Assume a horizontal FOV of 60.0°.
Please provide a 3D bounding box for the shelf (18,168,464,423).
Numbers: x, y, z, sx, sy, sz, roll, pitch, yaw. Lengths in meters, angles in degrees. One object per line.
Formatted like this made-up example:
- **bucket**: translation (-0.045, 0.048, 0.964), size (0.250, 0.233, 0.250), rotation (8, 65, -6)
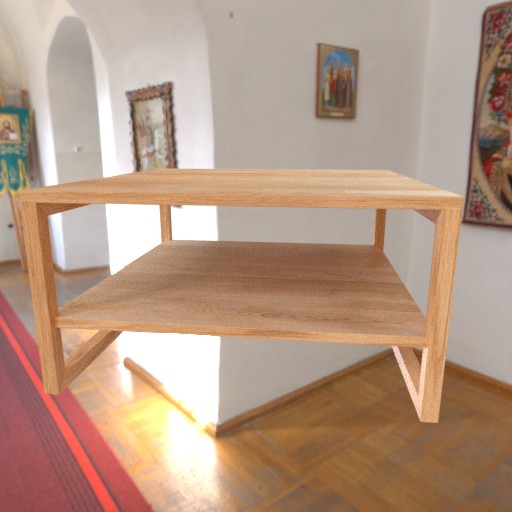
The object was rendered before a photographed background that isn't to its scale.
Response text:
- **shelf**: translation (0.000, 0.000, 1.372), size (0.899, 0.480, 0.899), rotation (2, 14, 7)
